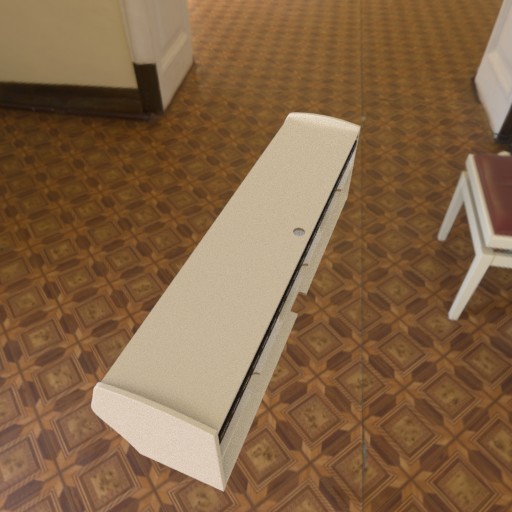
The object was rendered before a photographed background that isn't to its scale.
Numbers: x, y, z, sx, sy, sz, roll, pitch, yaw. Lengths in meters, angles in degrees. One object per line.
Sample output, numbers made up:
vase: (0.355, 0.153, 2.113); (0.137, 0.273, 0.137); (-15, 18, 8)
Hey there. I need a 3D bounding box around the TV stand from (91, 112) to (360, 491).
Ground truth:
TV stand: (0.000, 0.000, 1.674); (0.397, 0.424, 1.473); (16, 48, 15)
